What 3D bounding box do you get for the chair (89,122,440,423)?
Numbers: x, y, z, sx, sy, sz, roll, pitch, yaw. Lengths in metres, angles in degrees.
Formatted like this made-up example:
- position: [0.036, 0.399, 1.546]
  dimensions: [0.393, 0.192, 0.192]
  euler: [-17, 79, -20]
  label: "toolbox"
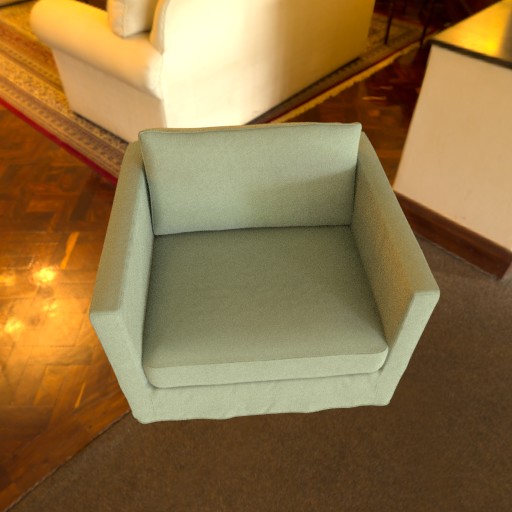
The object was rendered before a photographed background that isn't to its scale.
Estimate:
- position: [0.000, 0.000, 1.774]
  dimensions: [1.057, 0.863, 0.949]
  euler: [-3, 47, -3]
  label: "chair"
